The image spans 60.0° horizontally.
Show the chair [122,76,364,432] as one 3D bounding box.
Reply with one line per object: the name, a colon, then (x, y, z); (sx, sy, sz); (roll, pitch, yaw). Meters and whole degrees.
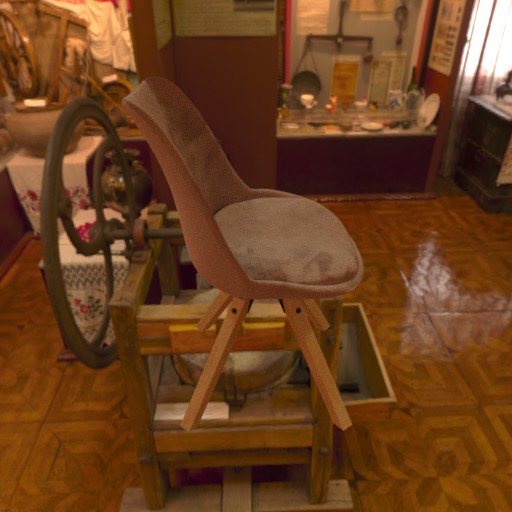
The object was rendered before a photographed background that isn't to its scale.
chair: (0.000, 0.000, 1.166); (0.550, 0.850, 0.485); (0, 33, 0)
